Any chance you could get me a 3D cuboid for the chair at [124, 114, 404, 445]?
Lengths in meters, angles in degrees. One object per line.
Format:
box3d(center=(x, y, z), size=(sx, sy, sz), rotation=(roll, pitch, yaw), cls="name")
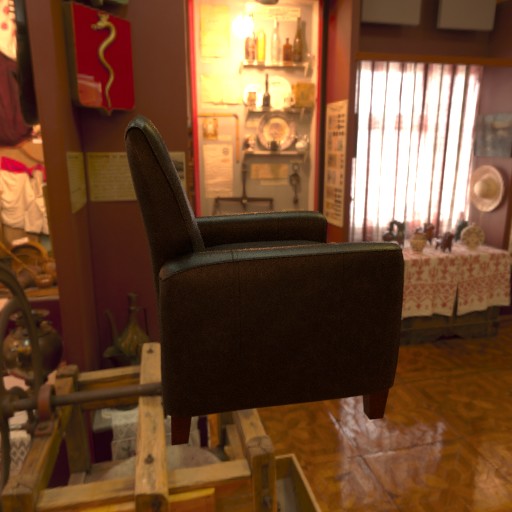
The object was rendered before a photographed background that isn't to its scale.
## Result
box3d(center=(0.000, 0.000, 1.689), size=(0.864, 1.014, 0.848), rotation=(-3, 14, -11), cls="chair")
